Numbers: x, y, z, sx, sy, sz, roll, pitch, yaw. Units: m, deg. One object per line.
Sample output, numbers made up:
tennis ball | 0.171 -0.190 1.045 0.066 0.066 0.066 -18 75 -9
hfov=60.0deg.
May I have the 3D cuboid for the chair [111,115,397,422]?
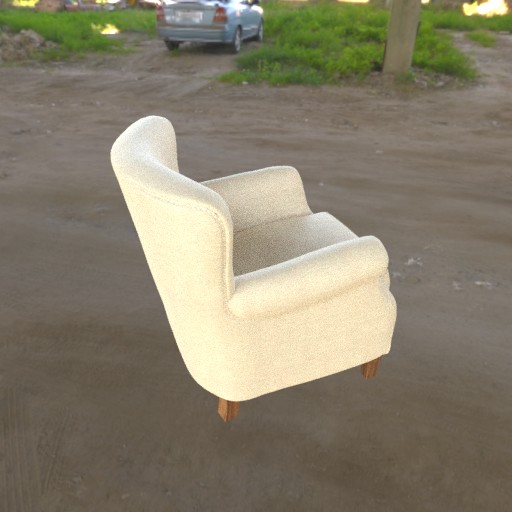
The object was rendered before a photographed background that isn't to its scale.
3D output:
chair | 0.000 0.000 1.688 0.921 0.936 0.861 -11 34 -16
